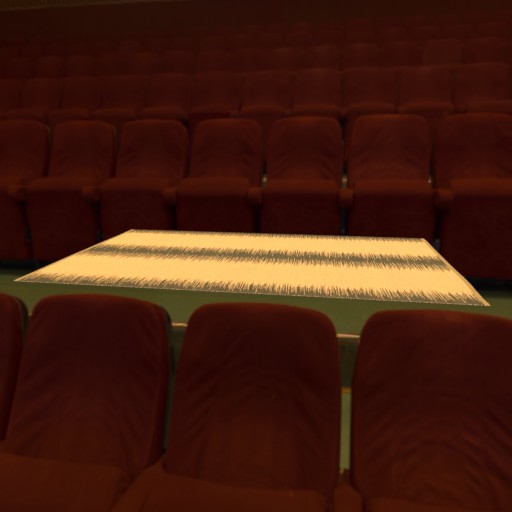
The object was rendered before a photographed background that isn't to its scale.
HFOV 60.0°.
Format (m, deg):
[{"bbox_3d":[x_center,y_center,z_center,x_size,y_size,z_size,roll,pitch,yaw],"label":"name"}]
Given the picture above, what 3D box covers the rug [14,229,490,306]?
[{"bbox_3d":[0.000,0.000,2.960,2.453,0.003,1.519,2,14,9],"label":"rug"}]
